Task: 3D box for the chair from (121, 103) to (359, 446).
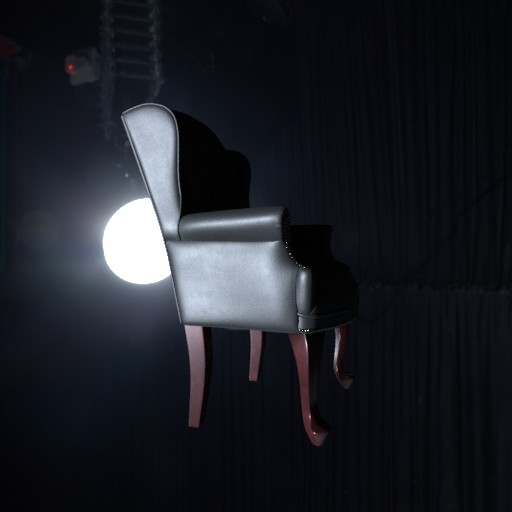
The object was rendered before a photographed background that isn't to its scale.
[{"bbox_3d":[0.000,0.000,1.693,0.762,1.111,0.838,0,0,19],"label":"chair"}]
